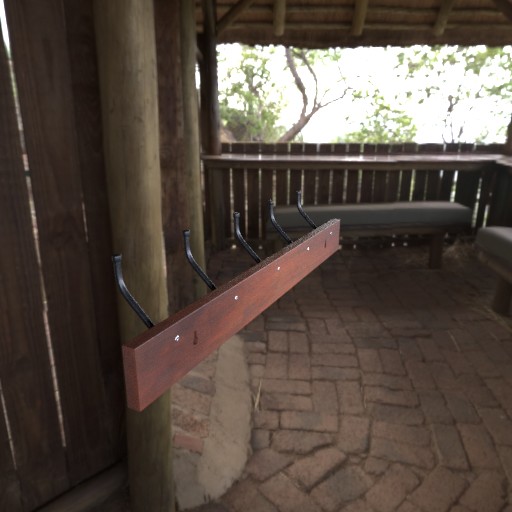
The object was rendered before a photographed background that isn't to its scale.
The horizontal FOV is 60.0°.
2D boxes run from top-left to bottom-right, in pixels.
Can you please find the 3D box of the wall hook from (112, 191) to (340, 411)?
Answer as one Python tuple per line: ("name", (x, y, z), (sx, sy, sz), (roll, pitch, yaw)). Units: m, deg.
("wall hook", (0.000, 0.000, 0.619), (0.071, 0.117, 0.571), (8, 19, 26))
